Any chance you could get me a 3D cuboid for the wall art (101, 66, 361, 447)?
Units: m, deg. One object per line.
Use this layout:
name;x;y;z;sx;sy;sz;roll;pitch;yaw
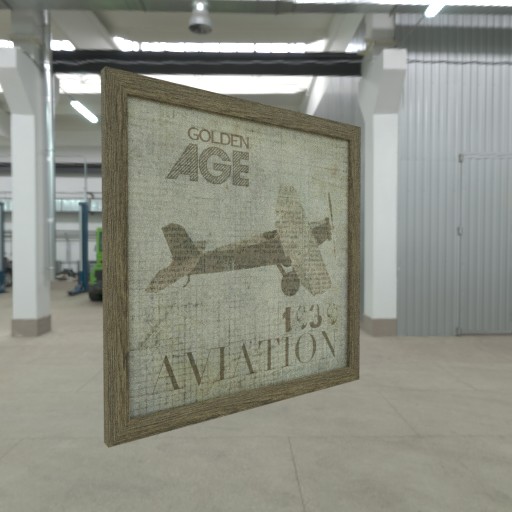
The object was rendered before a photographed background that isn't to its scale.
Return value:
wall art;0.000;0.000;0.749;0.508;0.508;0.019;-1;2;-37
